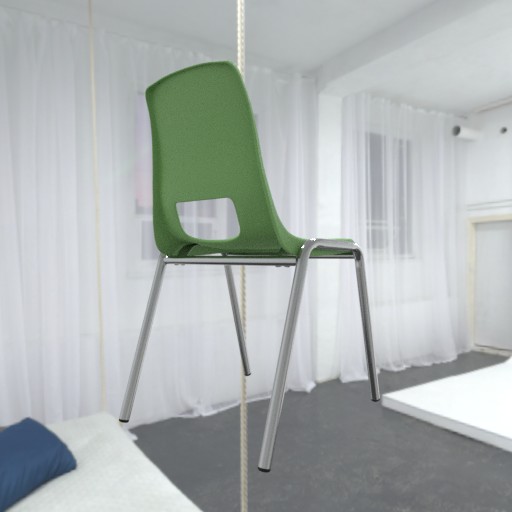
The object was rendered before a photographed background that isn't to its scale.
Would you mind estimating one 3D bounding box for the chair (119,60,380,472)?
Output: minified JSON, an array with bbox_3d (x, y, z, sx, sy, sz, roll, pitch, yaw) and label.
[{"bbox_3d":[0.000,0.000,0.936,0.381,0.653,0.436,0,0,36],"label":"chair"}]
